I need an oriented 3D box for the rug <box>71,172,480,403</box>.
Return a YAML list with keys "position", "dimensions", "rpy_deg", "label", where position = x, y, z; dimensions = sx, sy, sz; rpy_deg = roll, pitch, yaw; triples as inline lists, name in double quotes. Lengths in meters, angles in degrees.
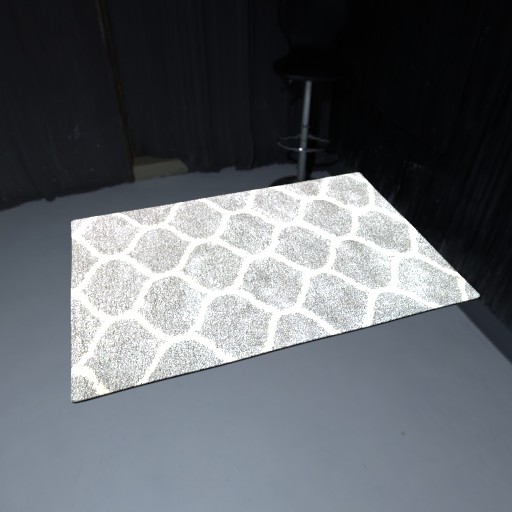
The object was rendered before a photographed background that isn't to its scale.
- position: [0.000, 0.000, 3.399]
  dimensions: [2.701, 0.026, 1.801]
  rpy_deg: [-12, 42, -13]
  label: "rug"
